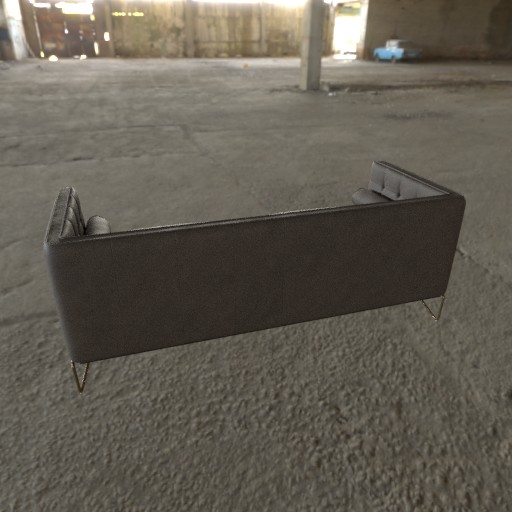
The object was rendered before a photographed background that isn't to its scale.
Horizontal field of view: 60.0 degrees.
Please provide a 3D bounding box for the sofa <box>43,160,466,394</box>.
[{"bbox_3d":[0.000,0.000,2.560,2.087,0.789,0.867,-8,27,-16],"label":"sofa"}]
